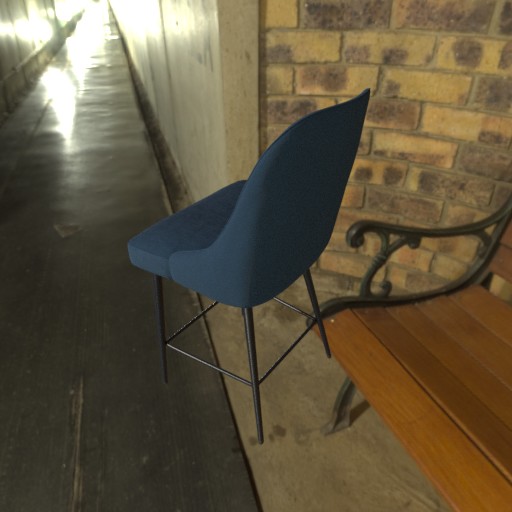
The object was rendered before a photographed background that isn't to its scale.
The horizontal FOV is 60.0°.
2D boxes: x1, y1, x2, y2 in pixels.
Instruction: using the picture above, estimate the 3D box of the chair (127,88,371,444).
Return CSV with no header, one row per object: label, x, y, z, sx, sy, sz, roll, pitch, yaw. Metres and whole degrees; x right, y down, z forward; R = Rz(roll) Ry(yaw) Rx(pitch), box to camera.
chair,0.000,0.000,1.249,0.489,0.927,0.526,22,39,30
